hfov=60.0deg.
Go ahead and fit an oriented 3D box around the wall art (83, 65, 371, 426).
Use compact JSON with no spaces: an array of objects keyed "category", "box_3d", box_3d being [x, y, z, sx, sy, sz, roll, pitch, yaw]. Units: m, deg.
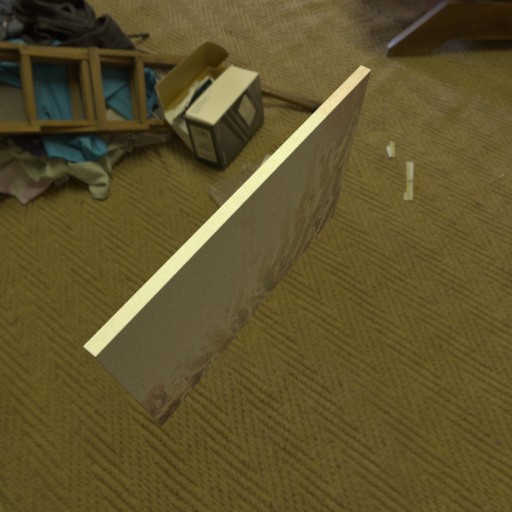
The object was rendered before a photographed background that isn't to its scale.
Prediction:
[{"category":"wall art","box_3d":[0.000,0.000,1.468,0.041,0.758,1.142,33,64,18]}]
